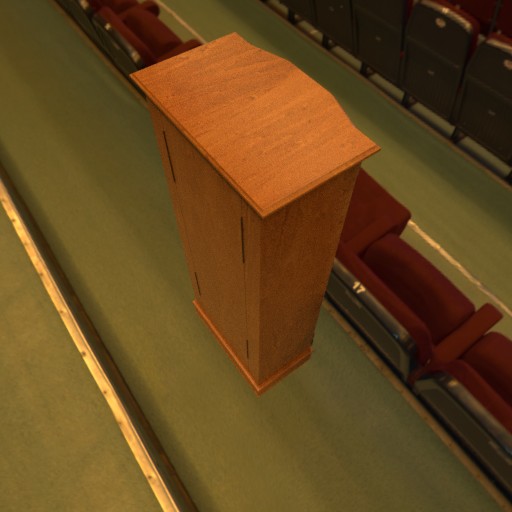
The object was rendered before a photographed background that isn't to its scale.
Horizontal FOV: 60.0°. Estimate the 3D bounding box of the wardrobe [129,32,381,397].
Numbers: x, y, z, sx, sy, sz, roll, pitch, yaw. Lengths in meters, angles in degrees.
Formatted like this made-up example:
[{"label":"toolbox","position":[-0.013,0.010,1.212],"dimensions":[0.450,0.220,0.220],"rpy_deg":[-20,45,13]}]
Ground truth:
[{"label":"wardrobe","position":[0.000,0.000,1.156],"dimensions":[0.273,0.959,0.406],"rpy_deg":[-32,62,-19]}]
